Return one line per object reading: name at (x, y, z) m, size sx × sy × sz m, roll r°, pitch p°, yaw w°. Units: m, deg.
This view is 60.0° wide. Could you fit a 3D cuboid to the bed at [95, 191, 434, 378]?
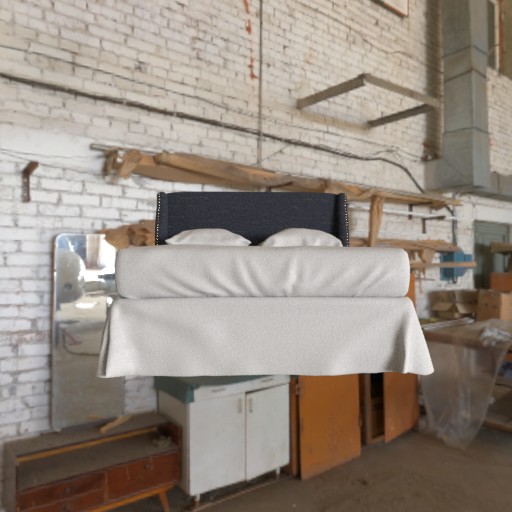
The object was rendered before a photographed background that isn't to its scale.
bed at (0.000, 0.000, 3.438) m, size 1.925 × 1.332 × 2.276 m, roll 0°, pitch -1°, yaw -2°
